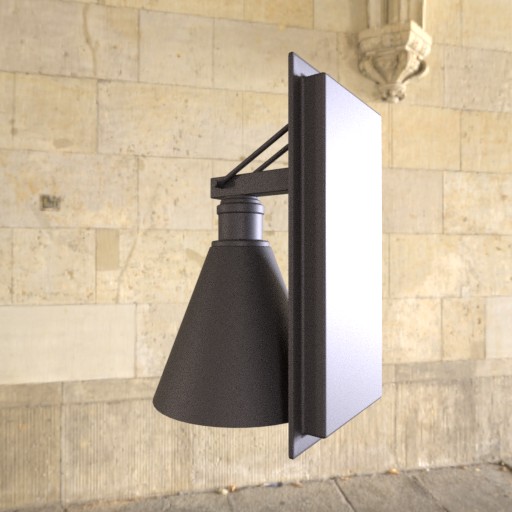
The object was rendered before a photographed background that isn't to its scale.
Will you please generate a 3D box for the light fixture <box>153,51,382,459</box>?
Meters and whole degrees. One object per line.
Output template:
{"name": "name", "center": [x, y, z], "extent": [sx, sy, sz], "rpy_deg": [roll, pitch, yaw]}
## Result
{"name": "light fixture", "center": [0.000, 0.000, 0.429], "extent": [0.207, 0.298, 0.170], "rpy_deg": [0, -1, 35]}
